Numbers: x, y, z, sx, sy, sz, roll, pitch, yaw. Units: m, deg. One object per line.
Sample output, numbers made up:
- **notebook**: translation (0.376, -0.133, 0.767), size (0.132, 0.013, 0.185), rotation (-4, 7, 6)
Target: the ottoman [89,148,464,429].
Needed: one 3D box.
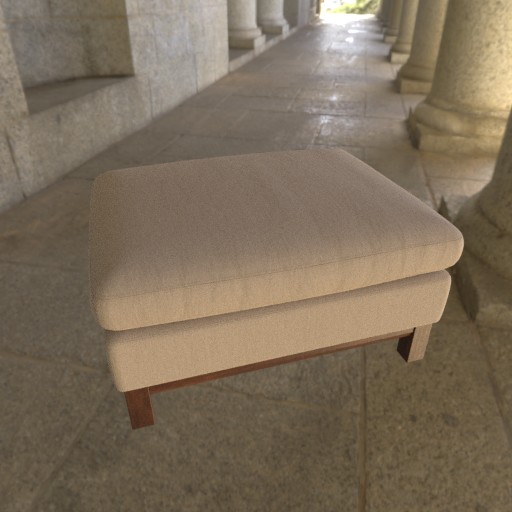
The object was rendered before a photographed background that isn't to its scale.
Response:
- **ottoman**: translation (0.000, 0.000, 1.141), size (0.771, 0.420, 0.606), rotation (-9, 33, -14)
